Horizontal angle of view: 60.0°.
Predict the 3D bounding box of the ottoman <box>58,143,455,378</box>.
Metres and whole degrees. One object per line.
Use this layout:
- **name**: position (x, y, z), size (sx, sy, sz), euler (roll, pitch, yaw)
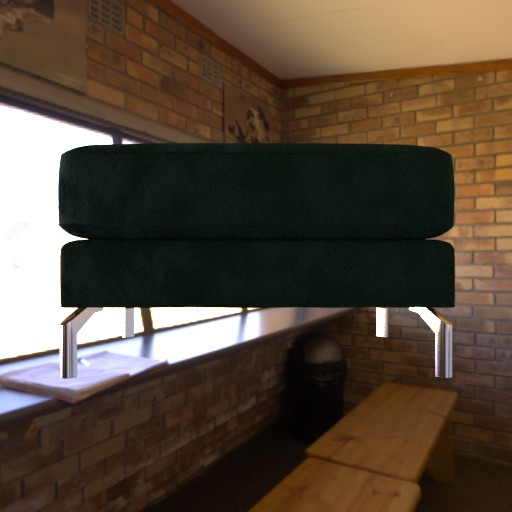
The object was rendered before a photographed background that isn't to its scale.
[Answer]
- **ottoman**: position (0.000, 0.000, 1.218), size (0.886, 0.533, 0.536), euler (0, 0, 0)
